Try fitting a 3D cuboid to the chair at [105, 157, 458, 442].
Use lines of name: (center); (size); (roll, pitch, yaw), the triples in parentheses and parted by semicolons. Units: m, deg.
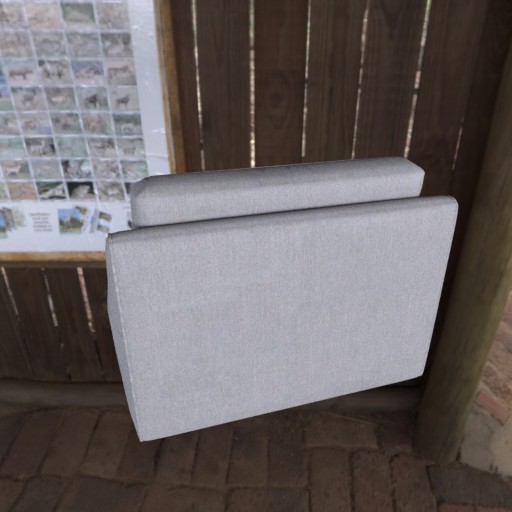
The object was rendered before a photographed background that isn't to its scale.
chair: (0.000, 0.000, 1.989); (1.270, 0.974, 1.043); (-8, 27, -15)
